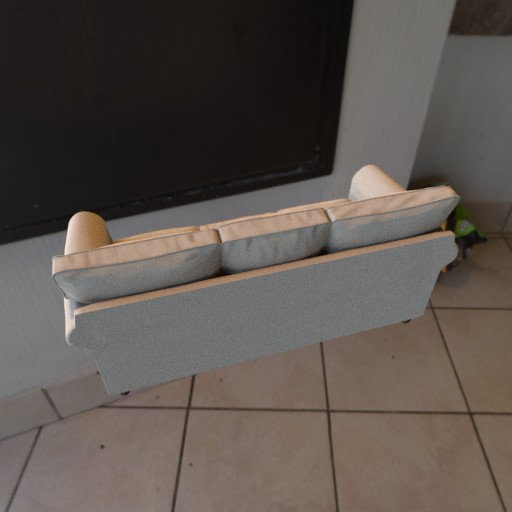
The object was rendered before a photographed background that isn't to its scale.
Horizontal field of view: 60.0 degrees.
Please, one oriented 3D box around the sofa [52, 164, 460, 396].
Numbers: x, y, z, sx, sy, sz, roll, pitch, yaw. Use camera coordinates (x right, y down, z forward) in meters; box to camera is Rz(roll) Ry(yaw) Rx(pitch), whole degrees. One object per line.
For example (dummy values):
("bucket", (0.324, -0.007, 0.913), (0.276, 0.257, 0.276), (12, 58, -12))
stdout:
("sofa", (0.000, 0.000, 2.630), (2.084, 0.961, 0.916), (-11, 42, -13))
